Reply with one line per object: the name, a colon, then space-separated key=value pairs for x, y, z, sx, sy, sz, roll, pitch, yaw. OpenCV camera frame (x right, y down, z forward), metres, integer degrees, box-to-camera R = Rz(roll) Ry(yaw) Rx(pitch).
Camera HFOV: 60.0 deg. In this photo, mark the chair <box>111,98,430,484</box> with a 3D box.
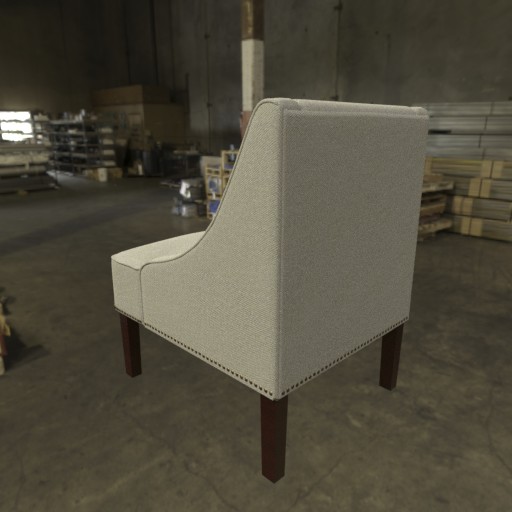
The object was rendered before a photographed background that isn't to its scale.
chair: x=0.000 y=0.000 z=1.373 sx=0.628 sy=0.872 sz=0.748 roll=-16 pitch=22 yaw=-43
